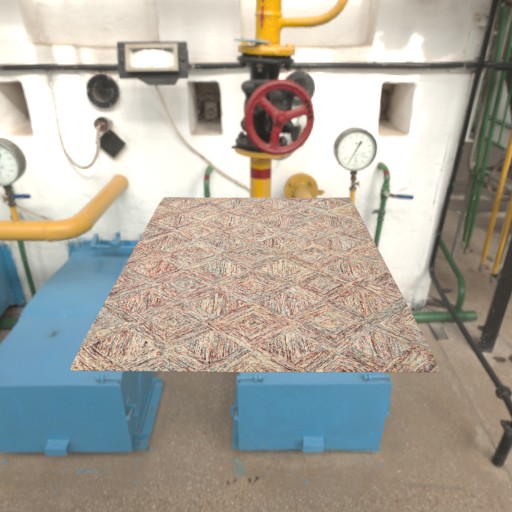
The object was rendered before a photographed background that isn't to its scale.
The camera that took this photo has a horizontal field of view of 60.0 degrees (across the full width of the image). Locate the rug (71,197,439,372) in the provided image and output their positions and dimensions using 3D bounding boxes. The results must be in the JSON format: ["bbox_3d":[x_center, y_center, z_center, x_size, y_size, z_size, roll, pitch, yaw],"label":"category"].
[{"bbox_3d":[0.000,0.000,4.292,2.436,0.024,3.226,0,28,0],"label":"rug"}]
